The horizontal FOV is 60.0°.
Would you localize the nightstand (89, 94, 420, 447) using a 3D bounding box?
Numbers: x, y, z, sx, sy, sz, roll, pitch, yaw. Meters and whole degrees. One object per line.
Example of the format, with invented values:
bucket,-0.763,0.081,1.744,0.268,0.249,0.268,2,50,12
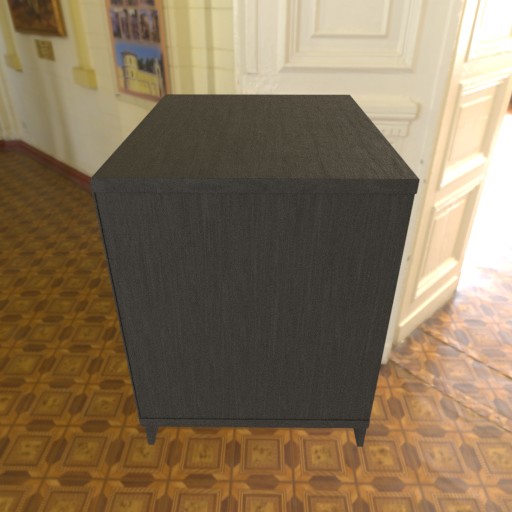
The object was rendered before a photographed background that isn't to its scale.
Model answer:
nightstand,0.000,0.000,0.762,0.347,0.448,0.427,0,31,0
